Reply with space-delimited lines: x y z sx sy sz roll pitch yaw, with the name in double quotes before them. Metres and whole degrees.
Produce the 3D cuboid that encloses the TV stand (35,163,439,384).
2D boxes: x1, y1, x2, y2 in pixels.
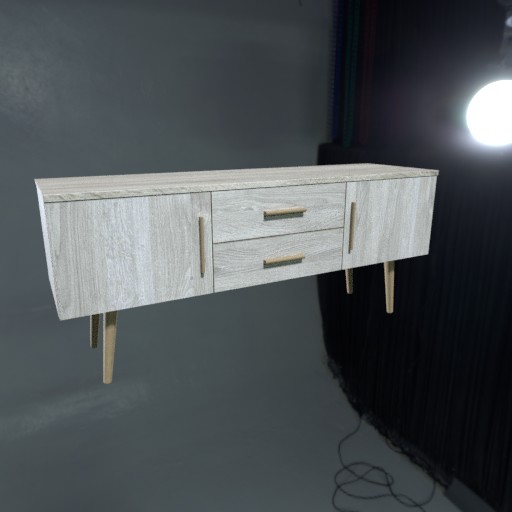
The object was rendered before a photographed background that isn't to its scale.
"TV stand" 0.000 0.000 1.554 1.313 0.565 0.401 -8 18 -27
